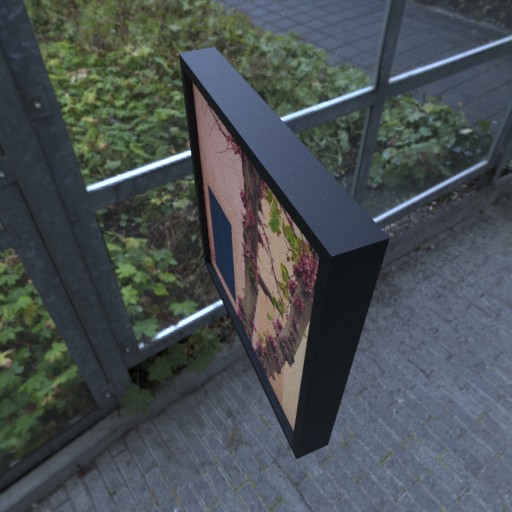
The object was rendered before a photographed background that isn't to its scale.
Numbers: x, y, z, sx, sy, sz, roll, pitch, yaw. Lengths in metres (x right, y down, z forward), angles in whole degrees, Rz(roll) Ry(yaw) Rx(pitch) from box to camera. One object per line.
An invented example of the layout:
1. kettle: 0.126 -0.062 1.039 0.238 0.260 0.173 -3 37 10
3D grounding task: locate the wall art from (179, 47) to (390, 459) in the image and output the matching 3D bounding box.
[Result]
1. wall art: 0.000 0.000 0.455 0.038 0.304 0.305 -17 48 -16
